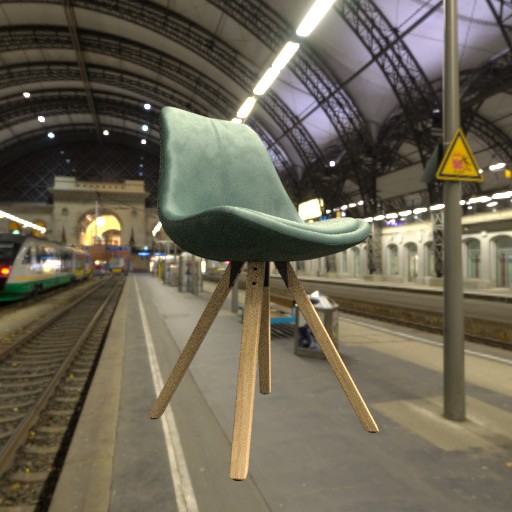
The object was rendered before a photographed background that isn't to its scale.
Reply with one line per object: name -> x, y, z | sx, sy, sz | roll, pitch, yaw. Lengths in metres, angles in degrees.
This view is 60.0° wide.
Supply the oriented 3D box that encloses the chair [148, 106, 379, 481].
chair -> 0.000, 0.000, 1.147 | 0.483, 0.865, 0.547 | 1, -1, -37
